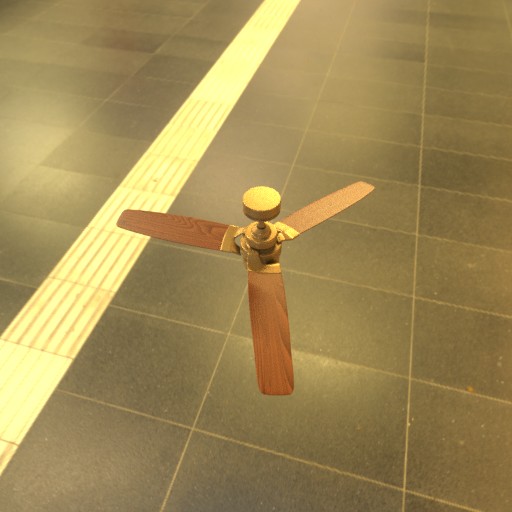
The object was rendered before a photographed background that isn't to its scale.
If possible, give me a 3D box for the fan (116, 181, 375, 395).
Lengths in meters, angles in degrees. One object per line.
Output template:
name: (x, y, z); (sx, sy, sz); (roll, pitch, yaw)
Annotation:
fan: (0.000, 0.000, 2.030); (1.416, 0.425, 1.271); (-3, 47, -3)
